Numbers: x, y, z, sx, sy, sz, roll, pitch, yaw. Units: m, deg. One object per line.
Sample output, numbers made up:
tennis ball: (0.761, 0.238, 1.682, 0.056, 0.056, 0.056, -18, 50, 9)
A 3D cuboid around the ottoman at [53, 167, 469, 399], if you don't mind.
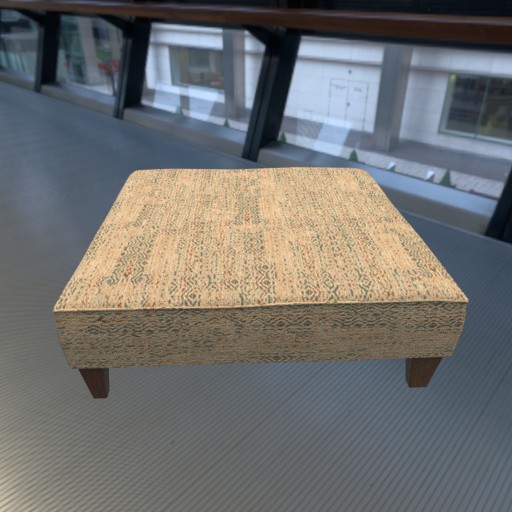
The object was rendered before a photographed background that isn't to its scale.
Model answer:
ottoman: (0.000, 0.000, 1.530, 1.004, 0.356, 0.968, -1, 30, -2)
